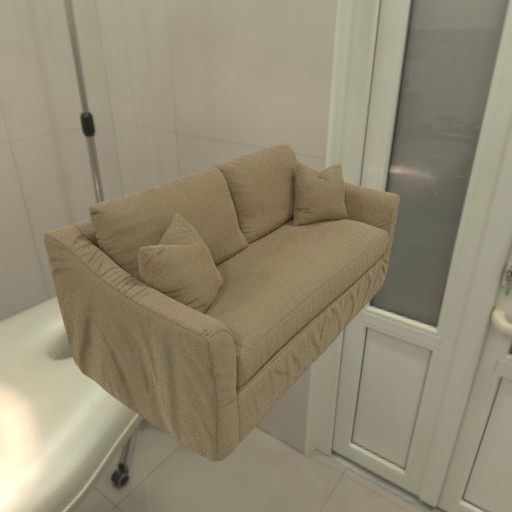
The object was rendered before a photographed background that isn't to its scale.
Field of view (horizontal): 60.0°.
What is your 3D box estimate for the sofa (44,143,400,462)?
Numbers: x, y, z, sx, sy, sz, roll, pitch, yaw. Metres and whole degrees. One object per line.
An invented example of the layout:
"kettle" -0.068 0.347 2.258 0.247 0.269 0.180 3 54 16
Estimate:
"sofa" 0.000 0.000 2.678 1.072 1.018 2.010 18 32 32
